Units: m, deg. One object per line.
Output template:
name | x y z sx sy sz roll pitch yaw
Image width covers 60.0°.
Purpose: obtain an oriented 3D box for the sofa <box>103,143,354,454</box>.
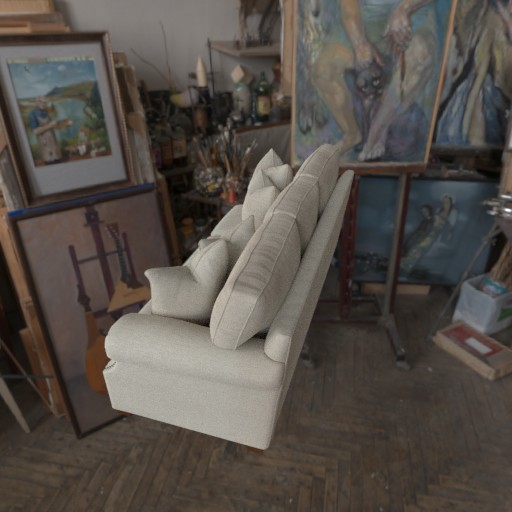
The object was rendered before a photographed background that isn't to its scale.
sofa | 0.000 0.000 2.900 0.965 0.975 2.312 9 31 15
